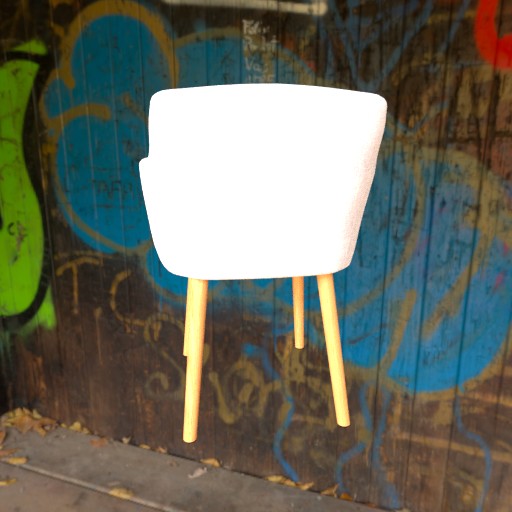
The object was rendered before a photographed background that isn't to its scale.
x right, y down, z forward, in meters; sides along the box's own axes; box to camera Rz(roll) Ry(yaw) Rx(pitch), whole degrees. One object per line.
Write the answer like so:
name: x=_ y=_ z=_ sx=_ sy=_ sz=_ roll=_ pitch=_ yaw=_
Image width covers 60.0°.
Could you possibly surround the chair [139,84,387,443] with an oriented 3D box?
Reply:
chair: x=0.000 y=0.000 z=1.152 sx=0.570 sy=0.780 sz=0.540 roll=-2 pitch=14 yaw=-9
